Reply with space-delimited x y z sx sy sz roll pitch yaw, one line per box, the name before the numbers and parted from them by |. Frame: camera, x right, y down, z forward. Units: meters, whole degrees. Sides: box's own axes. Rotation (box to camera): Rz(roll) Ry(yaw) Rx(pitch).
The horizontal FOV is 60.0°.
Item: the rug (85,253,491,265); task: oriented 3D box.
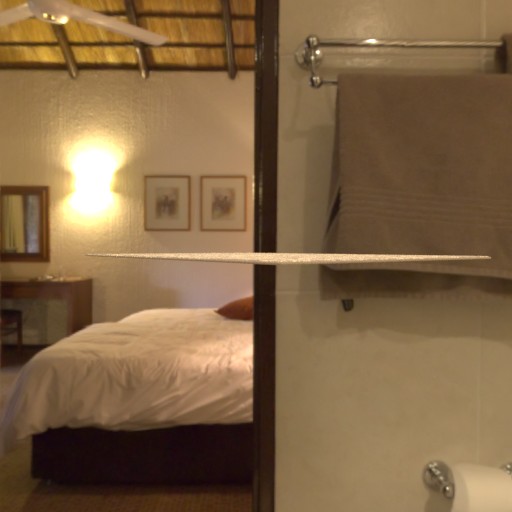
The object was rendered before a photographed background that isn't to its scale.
rug | 0.000 0.000 3.468 1.819 0.018 2.746 -1 1 -37
